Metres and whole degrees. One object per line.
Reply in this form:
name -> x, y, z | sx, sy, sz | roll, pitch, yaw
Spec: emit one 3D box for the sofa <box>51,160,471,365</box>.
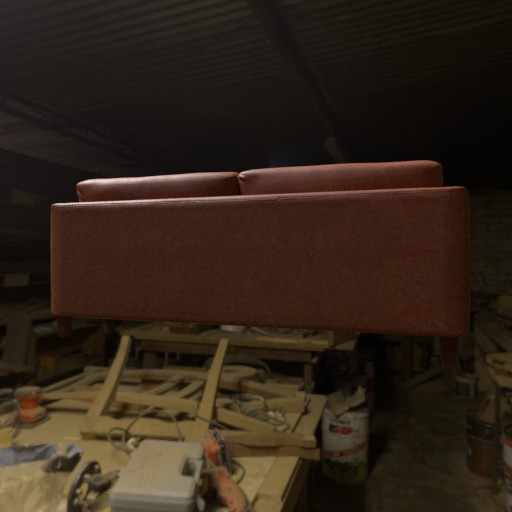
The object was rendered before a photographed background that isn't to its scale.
sofa -> 0.000, 0.000, 2.635 | 2.204, 0.932, 0.950 | 0, 0, 18
